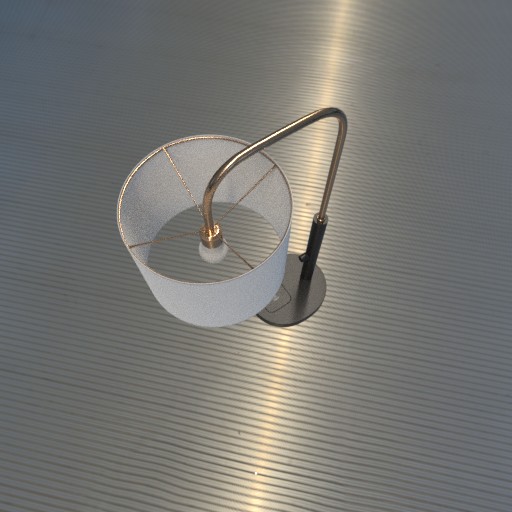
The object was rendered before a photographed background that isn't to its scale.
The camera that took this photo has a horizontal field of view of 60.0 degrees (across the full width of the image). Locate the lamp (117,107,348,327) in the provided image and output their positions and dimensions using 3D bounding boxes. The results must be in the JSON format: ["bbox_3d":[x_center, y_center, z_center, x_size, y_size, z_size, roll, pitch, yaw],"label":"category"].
[{"bbox_3d":[0.000,0.000,0.713,0.337,0.540,0.199,-31,68,-14],"label":"lamp"}]
